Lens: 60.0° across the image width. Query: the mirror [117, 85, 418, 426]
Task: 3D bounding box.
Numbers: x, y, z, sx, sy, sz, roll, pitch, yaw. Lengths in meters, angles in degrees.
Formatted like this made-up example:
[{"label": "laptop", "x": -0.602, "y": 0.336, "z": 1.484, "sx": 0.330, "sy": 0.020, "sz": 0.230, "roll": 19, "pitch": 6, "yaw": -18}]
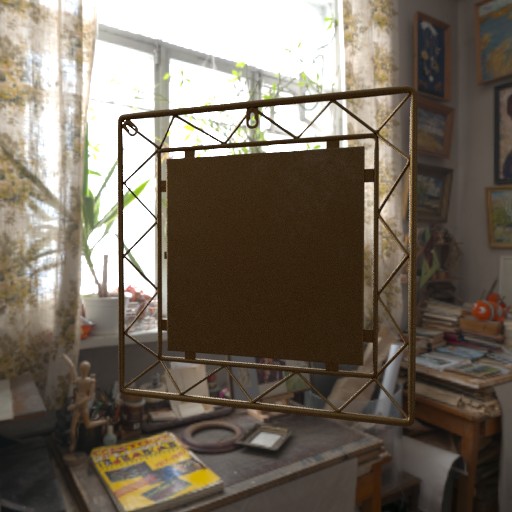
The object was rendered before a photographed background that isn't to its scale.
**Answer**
[{"label": "mirror", "x": 0.000, "y": 0.000, "z": 0.612, "sx": 0.416, "sy": 0.414, "sz": 0.046, "roll": 0, "pitch": 1, "yaw": 17}]
